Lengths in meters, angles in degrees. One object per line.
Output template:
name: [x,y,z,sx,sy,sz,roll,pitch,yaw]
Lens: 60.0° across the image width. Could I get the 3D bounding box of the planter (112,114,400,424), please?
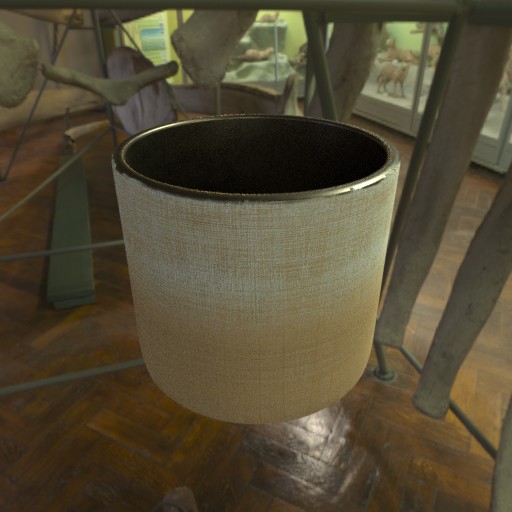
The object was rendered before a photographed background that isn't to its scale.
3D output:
planter: [0.000,0.000,0.394,0.221,0.201,0.221,0,30,0]
